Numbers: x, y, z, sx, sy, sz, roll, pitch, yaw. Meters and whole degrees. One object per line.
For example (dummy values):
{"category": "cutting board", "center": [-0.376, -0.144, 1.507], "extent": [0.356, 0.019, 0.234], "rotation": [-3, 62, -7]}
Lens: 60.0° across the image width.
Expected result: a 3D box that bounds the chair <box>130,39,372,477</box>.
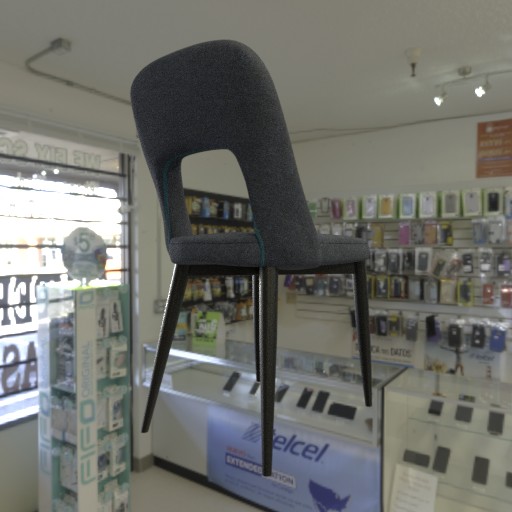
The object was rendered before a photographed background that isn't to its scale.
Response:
{"category": "chair", "center": [0.000, 0.000, 1.227], "extent": [0.470, 0.931, 0.612], "rotation": [1, 1, 37]}
